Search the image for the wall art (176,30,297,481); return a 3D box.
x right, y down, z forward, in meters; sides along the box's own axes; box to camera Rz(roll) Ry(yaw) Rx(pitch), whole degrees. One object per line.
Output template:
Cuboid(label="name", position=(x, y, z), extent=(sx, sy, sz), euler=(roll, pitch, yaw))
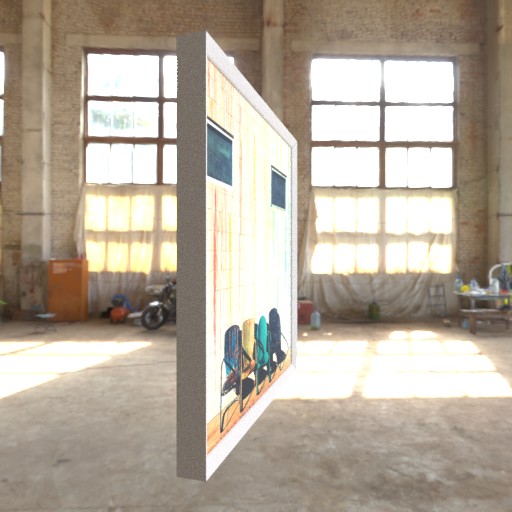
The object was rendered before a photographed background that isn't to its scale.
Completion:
Cuboid(label="wall art", position=(0.000, 0.000, 0.746), extent=(0.037, 0.508, 0.508), euler=(0, 0, 17))
